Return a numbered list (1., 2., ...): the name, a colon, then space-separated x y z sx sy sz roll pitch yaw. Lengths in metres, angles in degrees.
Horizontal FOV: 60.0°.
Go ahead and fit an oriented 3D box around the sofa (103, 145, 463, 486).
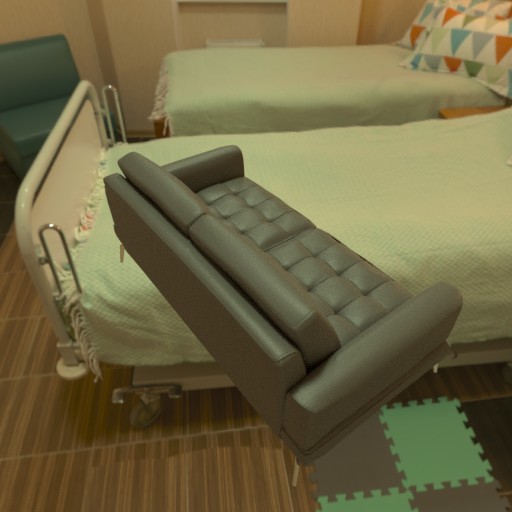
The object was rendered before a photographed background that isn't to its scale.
1. sofa: 0.000 0.000 2.711 1.121 0.930 2.177 -25 46 -27
